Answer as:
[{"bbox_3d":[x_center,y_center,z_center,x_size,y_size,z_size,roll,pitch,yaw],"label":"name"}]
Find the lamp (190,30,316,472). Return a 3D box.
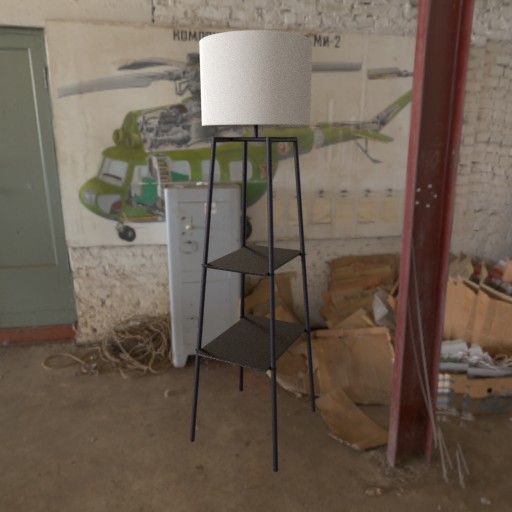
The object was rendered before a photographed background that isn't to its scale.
[{"bbox_3d":[0.000,0.000,1.673,0.384,1.474,0.427,7,17,26],"label":"lamp"}]
